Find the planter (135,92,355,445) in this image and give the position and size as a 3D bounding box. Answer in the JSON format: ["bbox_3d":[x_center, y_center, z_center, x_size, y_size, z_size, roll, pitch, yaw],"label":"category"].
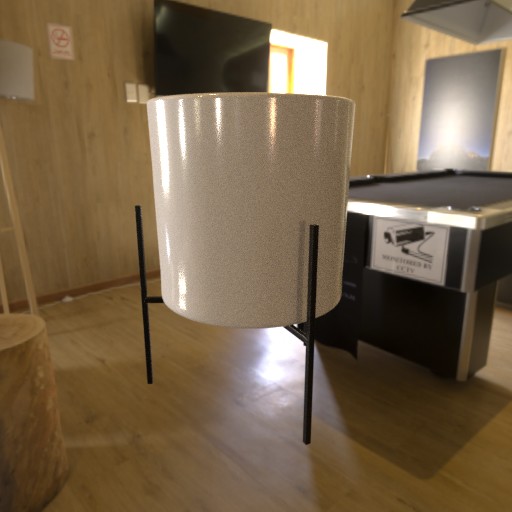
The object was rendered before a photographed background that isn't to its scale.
[{"bbox_3d":[0.000,0.000,0.650,0.307,0.431,0.308,-7,17,-25],"label":"planter"}]
